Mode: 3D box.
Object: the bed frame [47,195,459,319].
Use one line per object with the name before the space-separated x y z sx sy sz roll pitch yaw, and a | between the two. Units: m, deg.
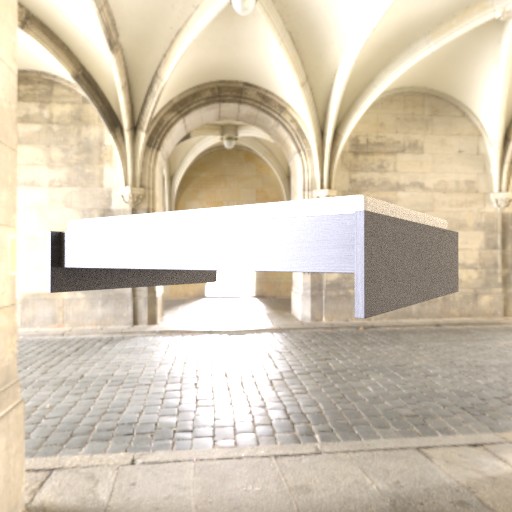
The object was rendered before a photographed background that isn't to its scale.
bed frame | 0.000 0.000 2.645 1.950 0.432 1.490 0 0 35
